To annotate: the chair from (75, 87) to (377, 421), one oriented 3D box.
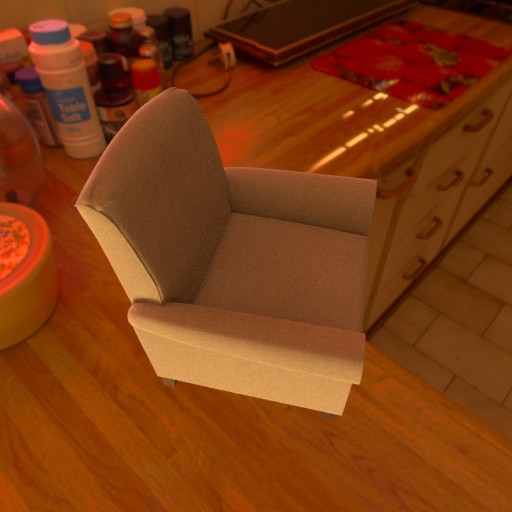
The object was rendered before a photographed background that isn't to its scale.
[{"bbox_3d":[0.000,0.000,1.753,0.905,1.061,0.978,9,46,9],"label":"chair"}]
